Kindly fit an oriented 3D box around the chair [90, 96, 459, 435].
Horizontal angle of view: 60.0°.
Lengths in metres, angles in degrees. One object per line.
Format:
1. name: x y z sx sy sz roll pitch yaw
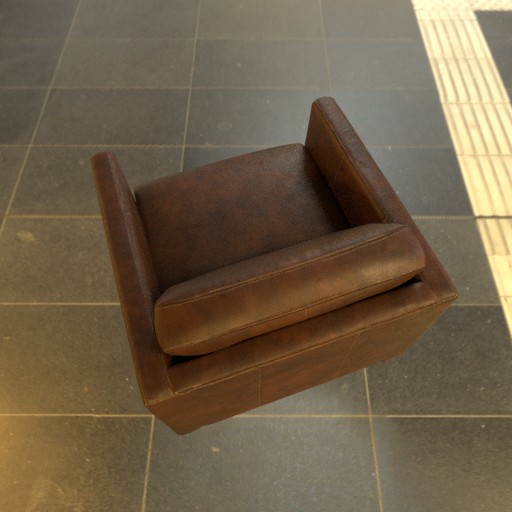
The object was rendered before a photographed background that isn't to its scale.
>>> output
1. chair: 0.000 0.000 1.729 0.990 0.864 0.975 -17 61 -10
